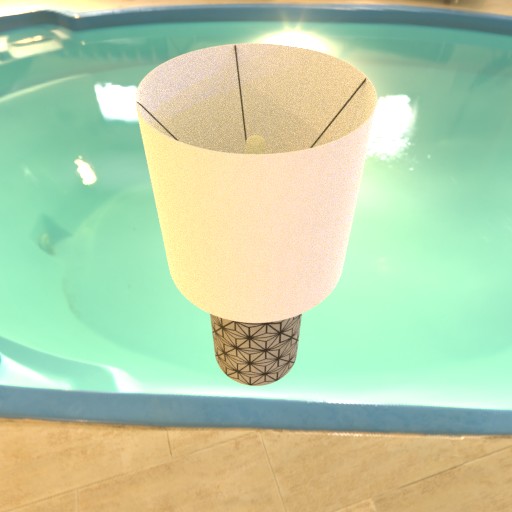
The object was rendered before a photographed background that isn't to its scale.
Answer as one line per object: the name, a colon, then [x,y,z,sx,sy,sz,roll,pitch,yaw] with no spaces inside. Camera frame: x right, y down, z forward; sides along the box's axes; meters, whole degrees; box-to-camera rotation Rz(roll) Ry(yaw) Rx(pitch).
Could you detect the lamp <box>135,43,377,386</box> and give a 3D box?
lamp: [0.000,0.000,0.533,0.206,0.416,0.206,-9,46,-8]
